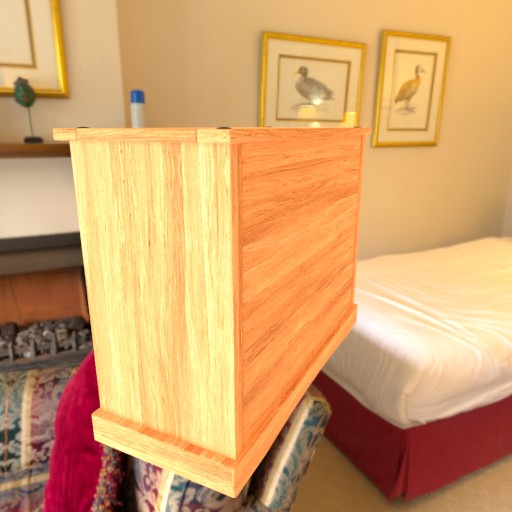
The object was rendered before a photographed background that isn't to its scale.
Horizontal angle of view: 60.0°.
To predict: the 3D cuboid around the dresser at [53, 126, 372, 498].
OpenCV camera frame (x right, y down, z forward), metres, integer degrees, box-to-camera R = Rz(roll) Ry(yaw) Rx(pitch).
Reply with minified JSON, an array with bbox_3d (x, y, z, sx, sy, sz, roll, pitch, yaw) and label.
[{"bbox_3d":[0.000,0.000,1.321,0.410,0.740,0.990,8,18,26],"label":"dresser"}]
